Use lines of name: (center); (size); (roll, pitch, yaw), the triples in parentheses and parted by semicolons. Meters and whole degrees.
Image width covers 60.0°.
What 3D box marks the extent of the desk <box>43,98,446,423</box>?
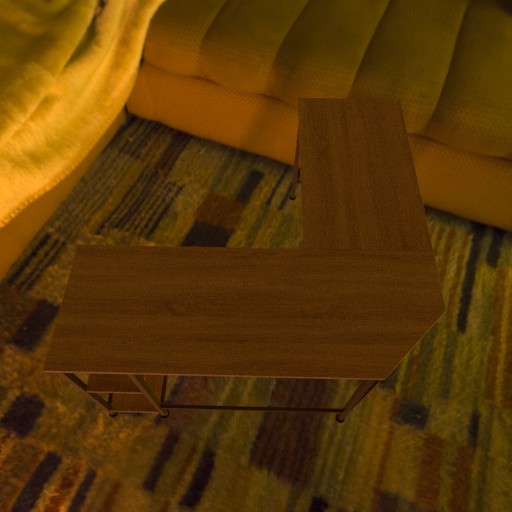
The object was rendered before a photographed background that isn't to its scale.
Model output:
desk: (0.000, 0.000, 2.134); (1.379, 0.739, 1.379); (1, 58, 1)
